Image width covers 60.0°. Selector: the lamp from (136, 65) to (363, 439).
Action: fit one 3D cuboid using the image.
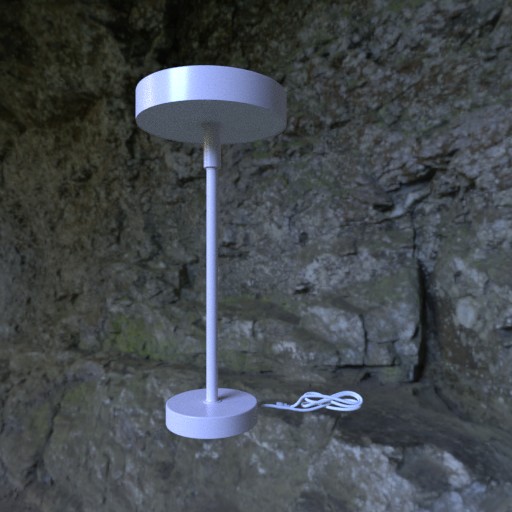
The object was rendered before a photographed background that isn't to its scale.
[{"bbox_3d":[0.000,0.000,0.704,0.369,0.508,0.229,0,0,-17],"label":"lamp"}]
